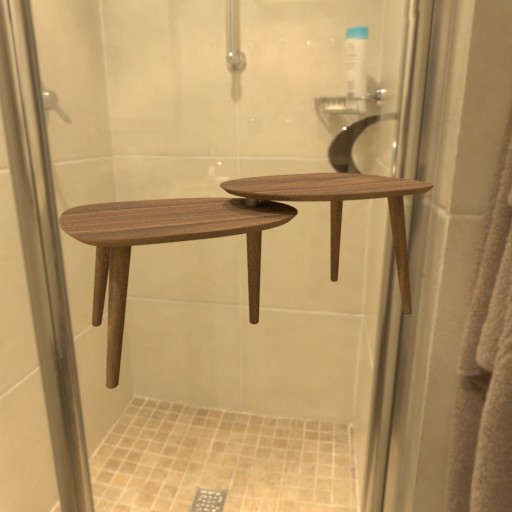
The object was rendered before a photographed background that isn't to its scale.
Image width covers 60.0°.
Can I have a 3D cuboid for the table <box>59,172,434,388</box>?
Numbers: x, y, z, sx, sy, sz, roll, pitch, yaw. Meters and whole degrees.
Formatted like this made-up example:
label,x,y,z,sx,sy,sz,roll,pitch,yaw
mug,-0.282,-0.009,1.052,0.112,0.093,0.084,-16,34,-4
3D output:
label,x,y,z,sx,sy,sz,roll,pitch,yaw
table,0.000,0.000,1.367,1.084,0.429,0.527,-8,18,-26
